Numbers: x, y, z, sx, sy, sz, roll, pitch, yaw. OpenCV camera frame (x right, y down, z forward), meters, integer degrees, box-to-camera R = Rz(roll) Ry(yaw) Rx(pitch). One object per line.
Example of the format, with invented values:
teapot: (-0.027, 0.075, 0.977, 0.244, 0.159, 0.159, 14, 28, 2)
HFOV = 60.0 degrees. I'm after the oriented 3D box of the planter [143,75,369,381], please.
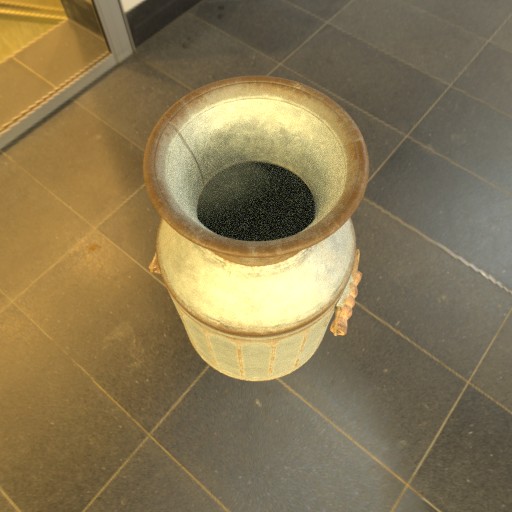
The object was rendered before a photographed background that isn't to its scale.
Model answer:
planter: (0.000, 0.000, 0.507, 0.248, 0.358, 0.215, 18, 65, 9)
